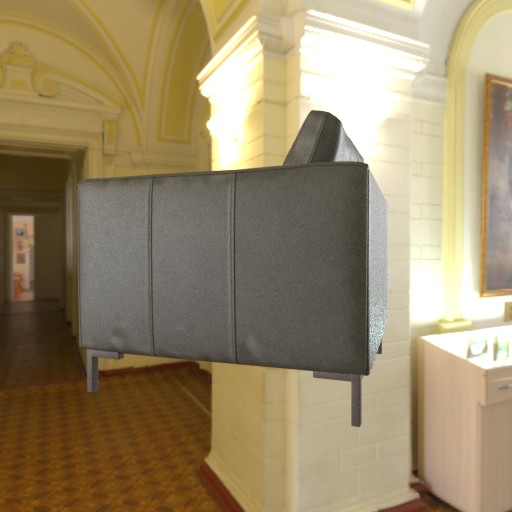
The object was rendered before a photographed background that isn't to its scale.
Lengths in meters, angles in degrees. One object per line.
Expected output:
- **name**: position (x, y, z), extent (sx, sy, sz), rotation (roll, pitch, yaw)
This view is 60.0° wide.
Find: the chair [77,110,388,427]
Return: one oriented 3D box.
- **chair**: position (0.000, 0.000, 1.540), extent (0.861, 0.824, 0.967), rotation (0, 1, 19)
